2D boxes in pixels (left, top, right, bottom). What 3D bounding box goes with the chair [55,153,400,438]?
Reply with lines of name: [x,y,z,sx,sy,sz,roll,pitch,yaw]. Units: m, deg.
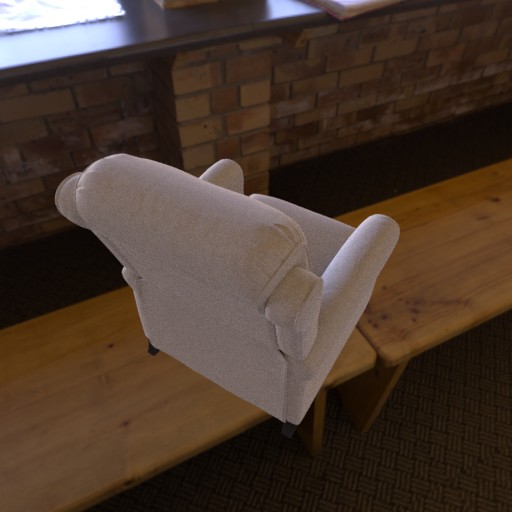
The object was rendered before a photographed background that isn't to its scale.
chair: [0.000,0.000,1.667,0.859,1.046,0.919,24,50,22]
